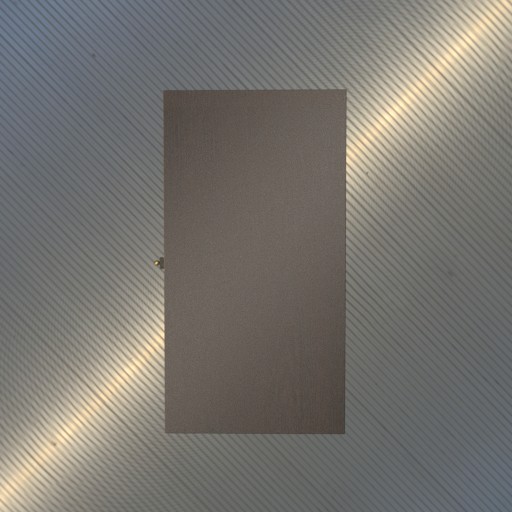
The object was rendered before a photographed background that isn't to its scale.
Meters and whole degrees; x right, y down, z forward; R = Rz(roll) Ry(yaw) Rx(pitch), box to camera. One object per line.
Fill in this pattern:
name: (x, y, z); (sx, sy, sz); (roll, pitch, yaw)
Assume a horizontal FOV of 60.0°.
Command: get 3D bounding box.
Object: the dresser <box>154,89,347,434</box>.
dresser: (0.000, 0.000, 1.532); (0.418, 1.254, 0.704); (0, 91, 1)
